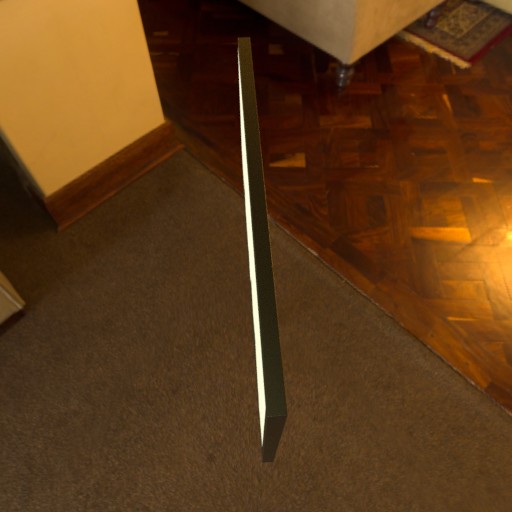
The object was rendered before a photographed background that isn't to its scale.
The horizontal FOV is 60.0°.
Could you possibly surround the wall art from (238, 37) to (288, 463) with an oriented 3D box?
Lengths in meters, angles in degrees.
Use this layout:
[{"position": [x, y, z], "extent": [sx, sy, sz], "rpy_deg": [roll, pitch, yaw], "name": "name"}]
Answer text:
[{"position": [0.000, 0.000, 0.828], "extent": [0.022, 0.446, 0.659], "rpy_deg": [-3, 59, -2], "name": "wall art"}]
